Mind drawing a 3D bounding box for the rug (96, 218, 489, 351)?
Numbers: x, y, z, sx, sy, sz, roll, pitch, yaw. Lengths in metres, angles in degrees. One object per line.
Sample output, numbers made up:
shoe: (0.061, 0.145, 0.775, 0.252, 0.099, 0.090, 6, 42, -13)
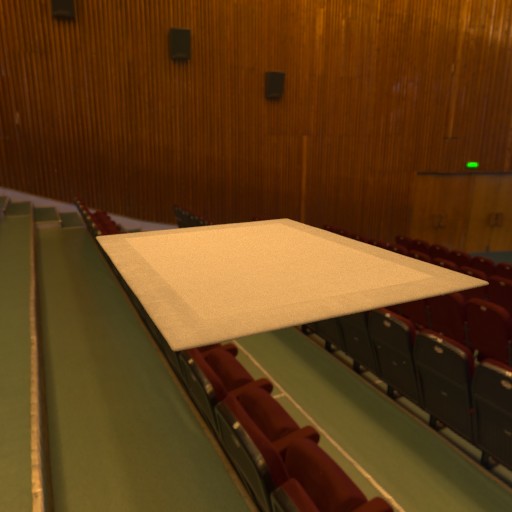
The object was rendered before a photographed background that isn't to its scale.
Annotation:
rug: (0.000, 0.000, 4.073, 2.430, 0.018, 2.976, -7, 17, -26)
